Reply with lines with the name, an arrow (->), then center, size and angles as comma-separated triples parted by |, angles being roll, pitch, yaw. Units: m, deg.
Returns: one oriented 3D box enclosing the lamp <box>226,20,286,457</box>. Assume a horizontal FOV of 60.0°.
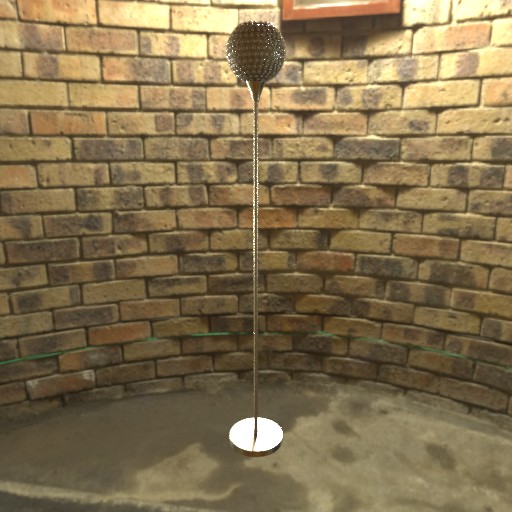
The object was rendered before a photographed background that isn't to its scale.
lamp -> 0.000, 0.000, 1.900 | 0.254, 1.805, 0.254 | 0, 14, 0
